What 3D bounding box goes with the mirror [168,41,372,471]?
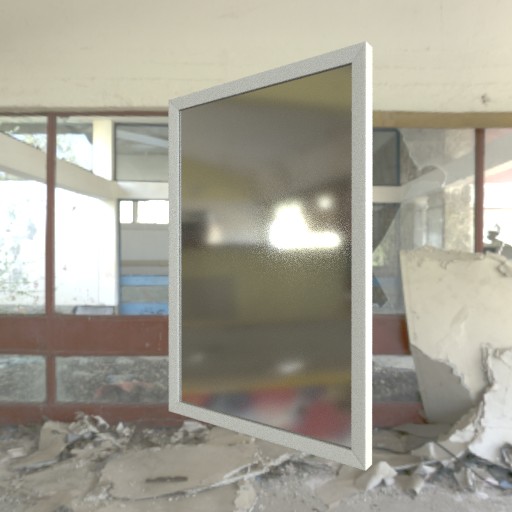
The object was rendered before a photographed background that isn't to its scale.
[{"bbox_3d":[0.000,0.000,1.139,0.609,0.914,0.041,0,0,36],"label":"mirror"}]
